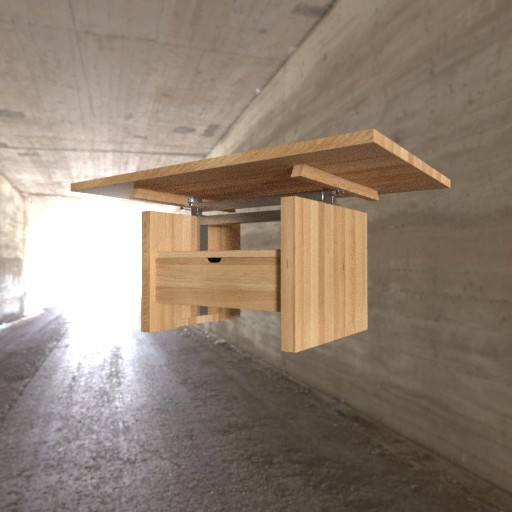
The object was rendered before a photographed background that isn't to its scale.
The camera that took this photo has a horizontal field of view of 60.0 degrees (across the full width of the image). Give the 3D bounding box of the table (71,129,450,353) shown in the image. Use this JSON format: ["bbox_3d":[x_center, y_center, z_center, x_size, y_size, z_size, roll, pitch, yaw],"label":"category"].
[{"bbox_3d":[0.000,0.000,1.516,1.100,0.510,0.700,-1,-1,36],"label":"table"}]
